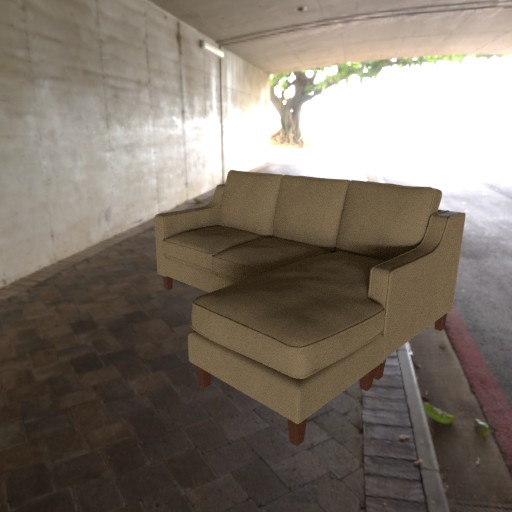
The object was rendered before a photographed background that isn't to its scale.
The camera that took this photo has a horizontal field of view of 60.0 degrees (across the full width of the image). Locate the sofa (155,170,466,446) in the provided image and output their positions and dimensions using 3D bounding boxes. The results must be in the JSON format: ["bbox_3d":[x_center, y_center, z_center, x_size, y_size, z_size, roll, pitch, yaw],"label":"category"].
[{"bbox_3d":[0.000,0.000,3.274,2.317,1.066,1.858,16,23,42],"label":"sofa"}]
